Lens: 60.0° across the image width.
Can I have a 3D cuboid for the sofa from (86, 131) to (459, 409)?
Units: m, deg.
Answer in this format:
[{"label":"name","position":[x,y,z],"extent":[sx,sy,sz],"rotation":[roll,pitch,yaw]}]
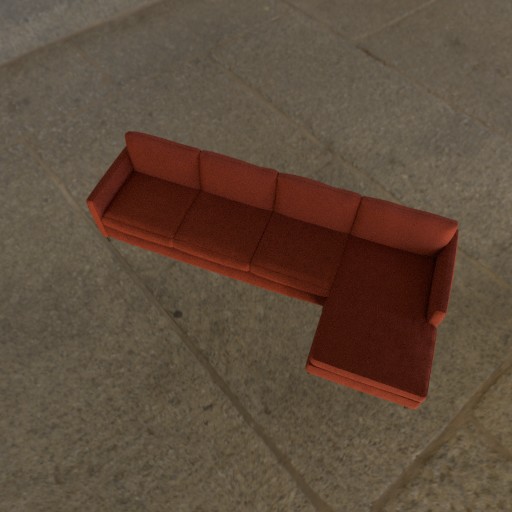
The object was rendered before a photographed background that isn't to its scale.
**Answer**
[{"label":"sofa","position":[0.000,0.000,3.532],"extent":[2.932,0.810,1.350],"rotation":[18,59,11]}]
